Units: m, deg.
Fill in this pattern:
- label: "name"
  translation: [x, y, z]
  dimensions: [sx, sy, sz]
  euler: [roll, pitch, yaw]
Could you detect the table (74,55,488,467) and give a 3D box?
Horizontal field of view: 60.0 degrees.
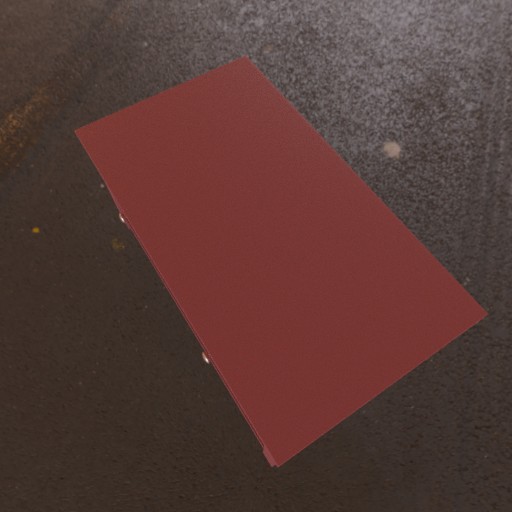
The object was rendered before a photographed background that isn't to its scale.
- label: "table"
  translation: [0.000, 0.000, 1.392]
  dimensions: [0.612, 0.493, 1.068]
  euler: [-30, 66, -14]
